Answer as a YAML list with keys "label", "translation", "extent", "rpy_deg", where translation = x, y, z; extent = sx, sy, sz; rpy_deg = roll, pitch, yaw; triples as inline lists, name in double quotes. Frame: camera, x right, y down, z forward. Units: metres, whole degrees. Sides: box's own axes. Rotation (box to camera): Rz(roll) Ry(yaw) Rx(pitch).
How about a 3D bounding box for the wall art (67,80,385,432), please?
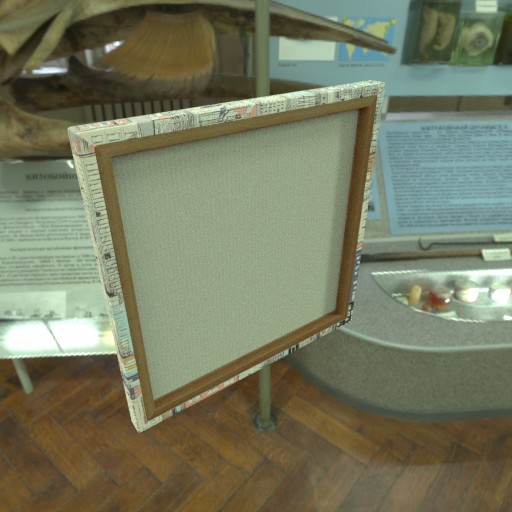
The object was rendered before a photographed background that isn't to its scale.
- label: "wall art"
  translation: [0.000, 0.000, 1.125]
  extent: [0.761, 0.762, 0.048]
  rpy_deg: [-20, 37, -30]
